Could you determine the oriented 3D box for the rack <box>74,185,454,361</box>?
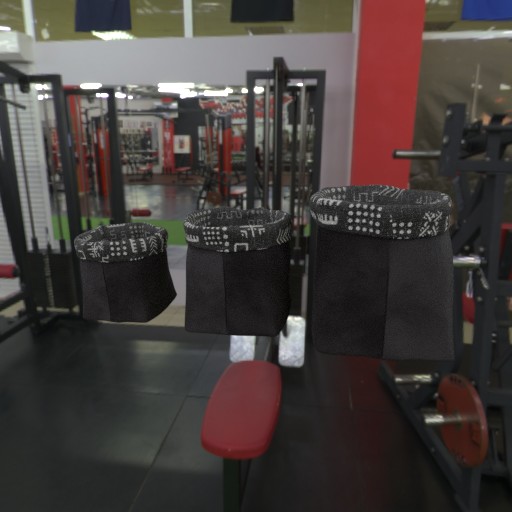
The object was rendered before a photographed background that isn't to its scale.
[{"bbox_3d":[0.000,0.000,1.080,0.905,0.323,0.379,3,15,10],"label":"rack"}]
